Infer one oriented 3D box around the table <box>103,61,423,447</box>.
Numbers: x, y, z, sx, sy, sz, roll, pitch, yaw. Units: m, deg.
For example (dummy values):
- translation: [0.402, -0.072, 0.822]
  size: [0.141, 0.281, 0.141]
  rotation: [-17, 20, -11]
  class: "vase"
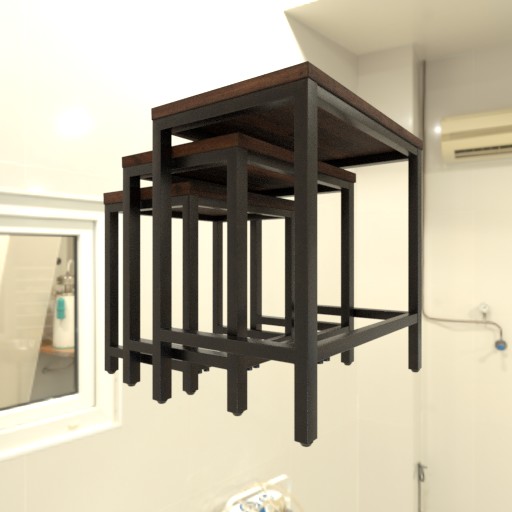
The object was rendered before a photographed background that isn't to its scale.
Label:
- translation: [0.000, 0.000, 1.139]
  size: [0.660, 0.616, 0.608]
  rotation: [0, 0, 37]
  class: "table"
